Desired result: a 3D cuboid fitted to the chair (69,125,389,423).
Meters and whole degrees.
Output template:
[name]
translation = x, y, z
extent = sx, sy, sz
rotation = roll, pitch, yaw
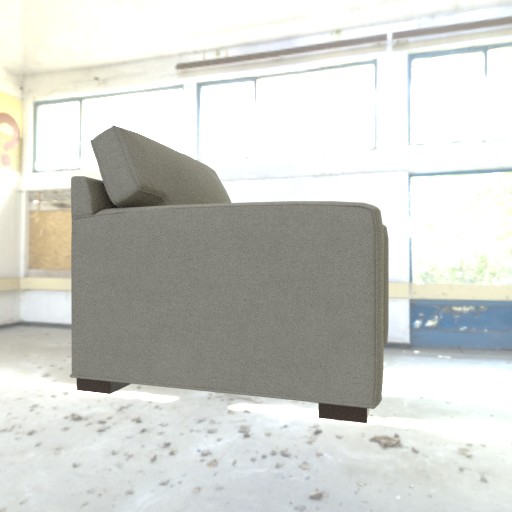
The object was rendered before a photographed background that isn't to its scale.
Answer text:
[chair]
translation = 0.000, 0.000, 1.843
extent = 1.044, 0.934, 0.999
rotation = 0, 0, 18
